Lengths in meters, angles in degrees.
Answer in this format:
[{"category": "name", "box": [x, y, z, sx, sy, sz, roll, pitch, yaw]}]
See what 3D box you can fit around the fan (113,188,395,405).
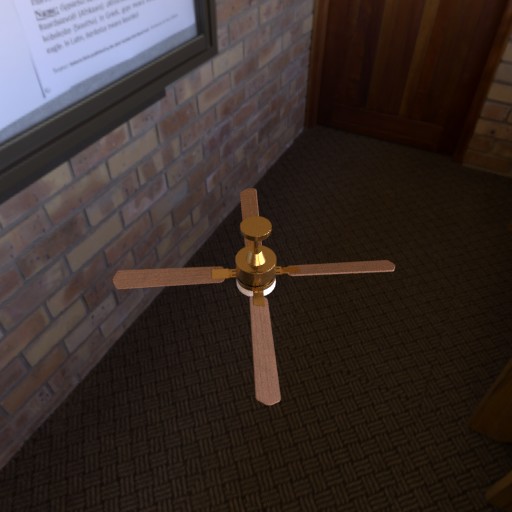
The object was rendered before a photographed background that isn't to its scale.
[{"category": "fan", "box": [0.000, 0.000, 1.998, 1.320, 0.355, 1.320, -3, 45, -3]}]
